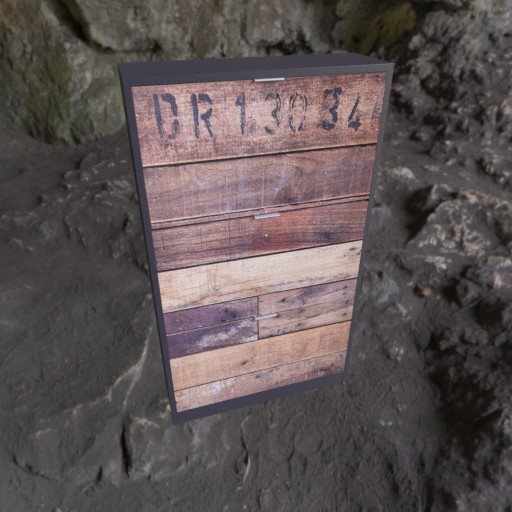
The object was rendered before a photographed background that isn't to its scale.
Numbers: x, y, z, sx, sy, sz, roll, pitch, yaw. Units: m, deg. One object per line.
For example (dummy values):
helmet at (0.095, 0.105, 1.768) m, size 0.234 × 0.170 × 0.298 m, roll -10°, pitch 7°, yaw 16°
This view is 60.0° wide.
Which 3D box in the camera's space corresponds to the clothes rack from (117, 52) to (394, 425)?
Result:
clothes rack at (0.000, 0.000, 1.590) m, size 0.750 × 1.280 × 0.250 m, roll -9°, pitch 33°, yaw -15°
